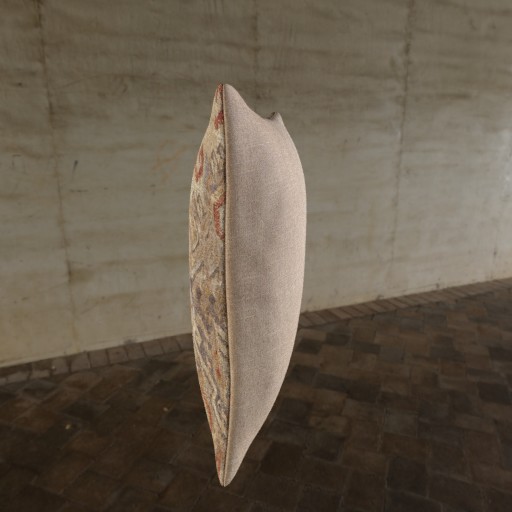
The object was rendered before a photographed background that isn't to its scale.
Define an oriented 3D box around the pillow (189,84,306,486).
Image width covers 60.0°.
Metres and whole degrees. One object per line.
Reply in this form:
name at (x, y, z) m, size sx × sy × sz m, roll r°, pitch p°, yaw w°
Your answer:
pillow at (0.000, 0.000, 0.771) m, size 0.166 × 0.506 × 0.523 m, roll 2°, pitch 15°, yaw 8°
